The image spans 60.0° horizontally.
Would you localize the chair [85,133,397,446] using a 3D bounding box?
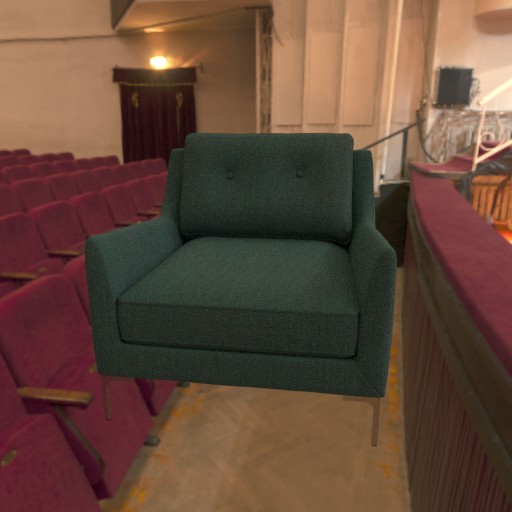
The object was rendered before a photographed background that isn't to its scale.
[{"bbox_3d":[0.000,0.000,1.547,0.847,0.828,0.849,2,16,8],"label":"chair"}]
